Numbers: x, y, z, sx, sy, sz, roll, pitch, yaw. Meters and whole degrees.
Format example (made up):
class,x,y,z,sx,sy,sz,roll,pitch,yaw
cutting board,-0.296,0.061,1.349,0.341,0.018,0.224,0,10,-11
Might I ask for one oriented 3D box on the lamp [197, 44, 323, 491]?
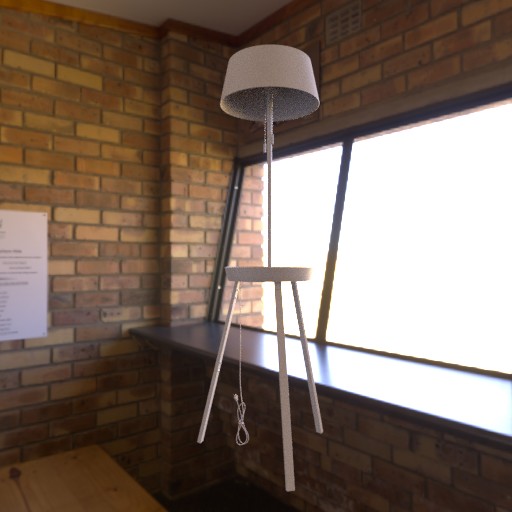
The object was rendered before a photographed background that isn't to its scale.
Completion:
class,x,y,z,sx,sy,sz,roll,pitch,yaw
lamp,0.000,0.000,1.639,0.468,1.429,0.508,0,-1,18
